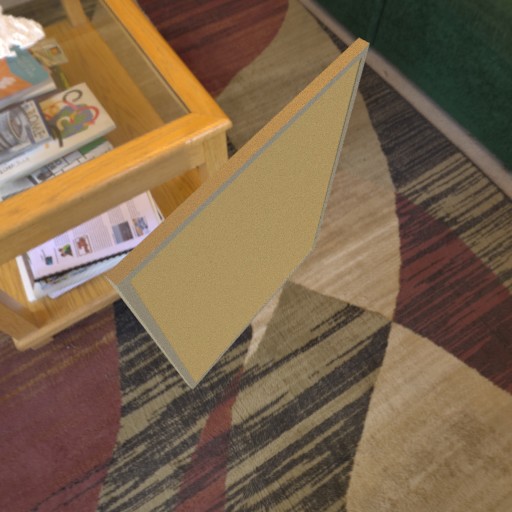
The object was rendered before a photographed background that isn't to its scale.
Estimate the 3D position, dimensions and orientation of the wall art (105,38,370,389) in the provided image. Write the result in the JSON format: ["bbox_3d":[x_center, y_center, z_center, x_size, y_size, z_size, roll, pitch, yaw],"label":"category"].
[{"bbox_3d":[0.000,0.000,1.367,0.034,1.042,0.789,36,69,16],"label":"wall art"}]
